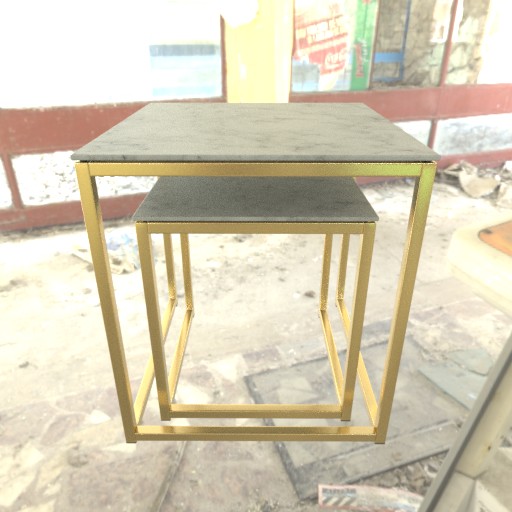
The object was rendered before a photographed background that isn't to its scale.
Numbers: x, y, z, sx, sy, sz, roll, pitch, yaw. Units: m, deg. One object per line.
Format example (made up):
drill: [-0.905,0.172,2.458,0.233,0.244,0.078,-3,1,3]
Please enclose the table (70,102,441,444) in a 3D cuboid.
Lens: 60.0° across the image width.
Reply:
table: [0.000,0.000,0.849,0.450,0.500,0.450,0,27,0]
